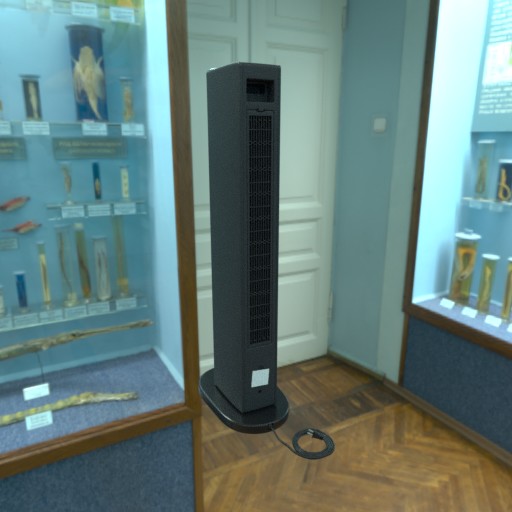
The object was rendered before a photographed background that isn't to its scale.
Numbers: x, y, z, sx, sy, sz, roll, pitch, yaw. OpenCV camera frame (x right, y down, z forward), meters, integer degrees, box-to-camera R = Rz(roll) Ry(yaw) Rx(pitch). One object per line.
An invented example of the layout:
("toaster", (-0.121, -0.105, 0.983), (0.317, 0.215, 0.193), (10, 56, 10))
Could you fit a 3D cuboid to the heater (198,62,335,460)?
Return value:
("heater", (0.000, 0.000, 1.058), (0.214, 0.856, 0.458), (-7, 16, -25))
